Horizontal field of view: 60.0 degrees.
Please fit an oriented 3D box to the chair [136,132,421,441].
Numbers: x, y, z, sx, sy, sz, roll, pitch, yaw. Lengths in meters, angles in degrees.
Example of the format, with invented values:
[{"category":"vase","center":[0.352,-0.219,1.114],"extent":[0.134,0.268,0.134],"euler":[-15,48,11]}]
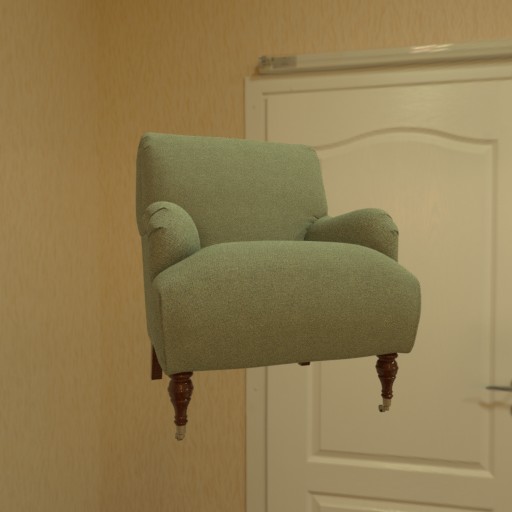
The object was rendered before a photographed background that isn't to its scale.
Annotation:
[{"category":"chair","center":[0.000,0.000,1.895],"extent":[0.964,1.178,1.060],"euler":[0,1,-19]}]
